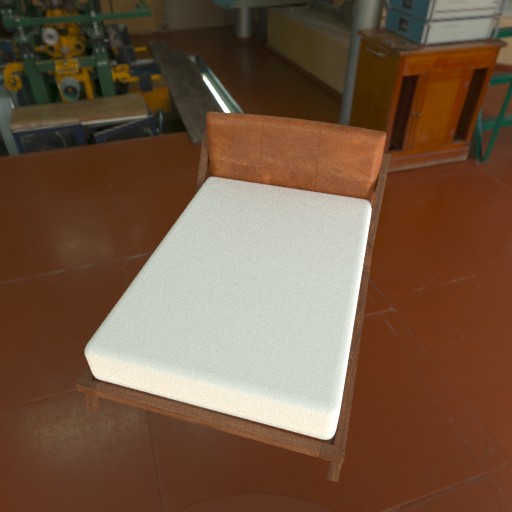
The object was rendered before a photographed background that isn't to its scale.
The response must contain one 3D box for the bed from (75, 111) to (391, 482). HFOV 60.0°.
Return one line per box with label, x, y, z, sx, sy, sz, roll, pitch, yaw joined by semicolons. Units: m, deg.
bed;0.000;0.000;3.214;1.651;1.168;2.311;11;41;12
